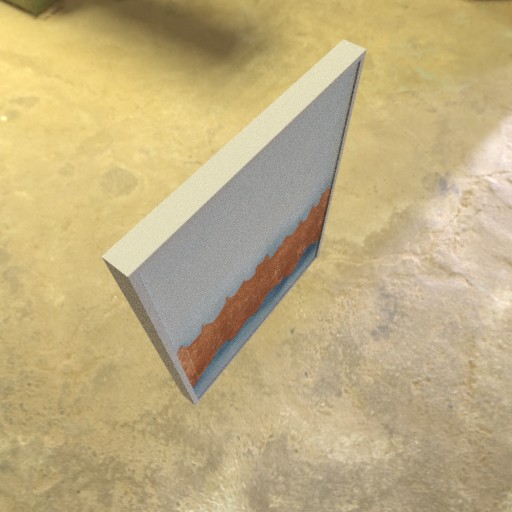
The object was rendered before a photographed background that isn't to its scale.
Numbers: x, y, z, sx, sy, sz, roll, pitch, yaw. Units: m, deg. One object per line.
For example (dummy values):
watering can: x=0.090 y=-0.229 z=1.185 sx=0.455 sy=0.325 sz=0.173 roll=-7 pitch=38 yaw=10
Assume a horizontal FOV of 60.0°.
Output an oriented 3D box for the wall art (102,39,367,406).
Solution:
wall art: x=0.000 y=0.000 z=0.763 sx=0.039 sy=0.553 sz=0.451 roll=34 pitch=65 yaw=18
